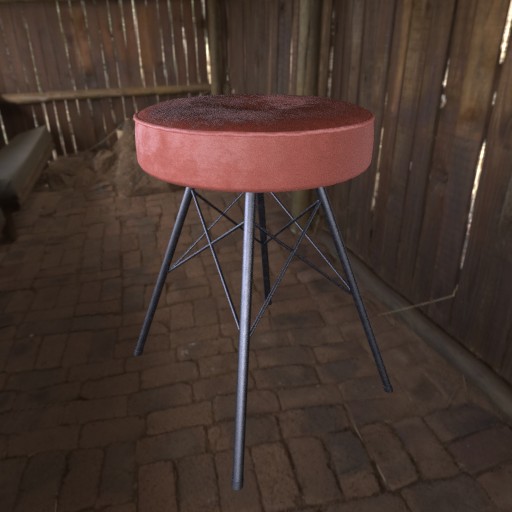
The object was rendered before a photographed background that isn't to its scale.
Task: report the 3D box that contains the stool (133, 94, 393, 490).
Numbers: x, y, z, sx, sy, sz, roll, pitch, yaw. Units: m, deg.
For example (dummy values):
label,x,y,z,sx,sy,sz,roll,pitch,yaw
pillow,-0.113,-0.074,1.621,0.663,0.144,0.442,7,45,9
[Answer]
label,x,y,z,sx,sy,sz,roll,pitch,yaw
stool,0.000,0.000,0.895,0.421,0.593,0.457,-17,31,-32
